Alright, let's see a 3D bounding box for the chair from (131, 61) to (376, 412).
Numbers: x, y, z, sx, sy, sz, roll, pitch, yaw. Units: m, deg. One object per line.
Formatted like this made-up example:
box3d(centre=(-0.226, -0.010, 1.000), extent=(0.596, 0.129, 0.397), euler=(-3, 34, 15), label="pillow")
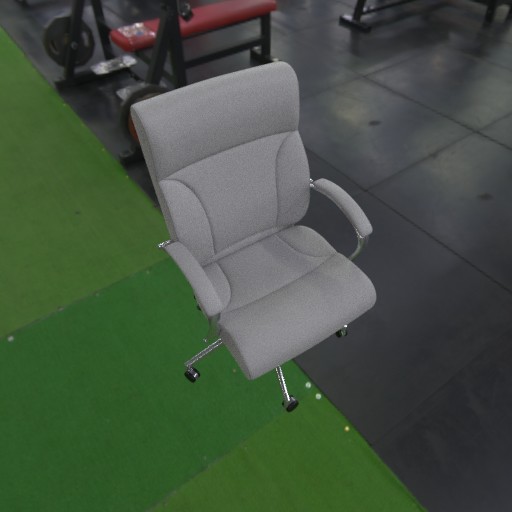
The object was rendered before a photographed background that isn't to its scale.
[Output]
box3d(centre=(0.000, 0.000, 1.628), extent=(0.727, 1.099, 0.745), euler=(-26, 52, -22), label="chair")
